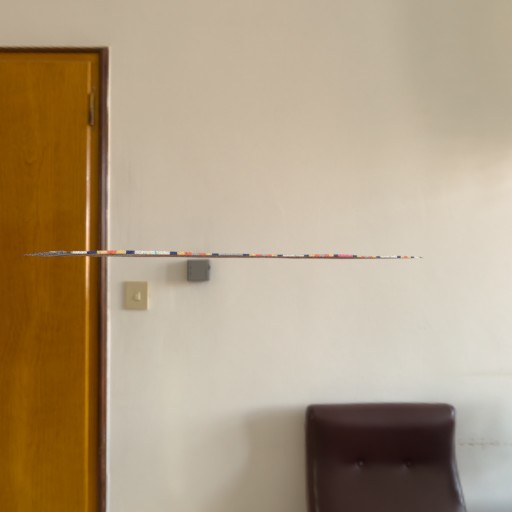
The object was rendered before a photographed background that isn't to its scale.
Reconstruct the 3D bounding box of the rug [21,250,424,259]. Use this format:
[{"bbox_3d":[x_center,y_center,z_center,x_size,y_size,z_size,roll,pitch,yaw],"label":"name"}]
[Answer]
[{"bbox_3d":[0.000,0.000,2.692,2.455,0.017,0.695,1,-1,-36],"label":"rug"}]
